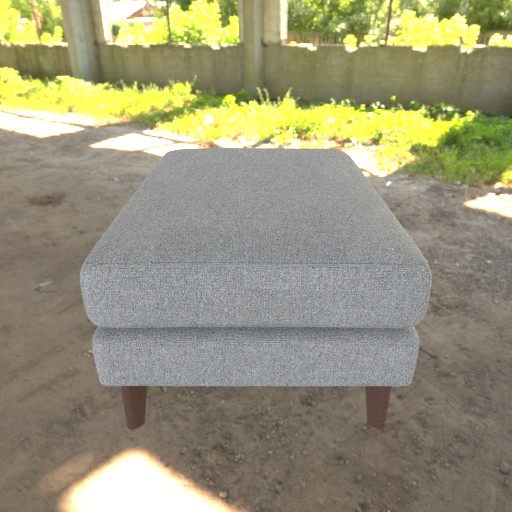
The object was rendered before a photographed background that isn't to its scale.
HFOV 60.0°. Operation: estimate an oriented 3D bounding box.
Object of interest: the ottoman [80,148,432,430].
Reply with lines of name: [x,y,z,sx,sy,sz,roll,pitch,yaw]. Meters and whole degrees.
ottoman: [0.000,0.000,1.174,0.611,0.441,0.821,0,27,0]
